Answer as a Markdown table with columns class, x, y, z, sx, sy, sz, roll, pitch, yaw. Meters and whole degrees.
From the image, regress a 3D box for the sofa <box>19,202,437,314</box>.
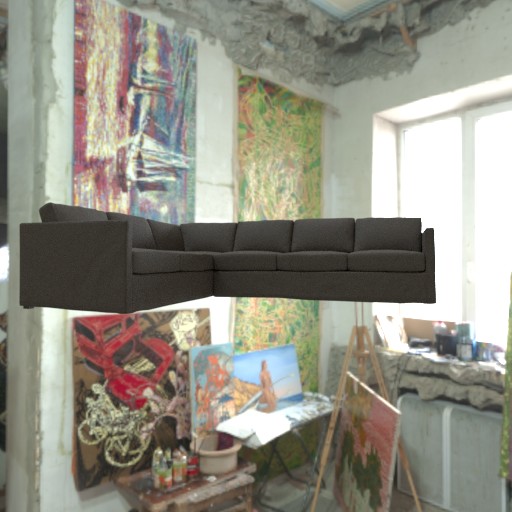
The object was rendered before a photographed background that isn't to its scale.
| class | x | y | z | sx | sy | sz | roll | pitch | yaw |
| --- | --- | --- | --- | --- | --- | --- | --- | --- | --- |
| sofa | 0.000 | 0.000 | 4.162 | 3.182 | 0.871 | 2.432 | 0 | -1 | 18 |
